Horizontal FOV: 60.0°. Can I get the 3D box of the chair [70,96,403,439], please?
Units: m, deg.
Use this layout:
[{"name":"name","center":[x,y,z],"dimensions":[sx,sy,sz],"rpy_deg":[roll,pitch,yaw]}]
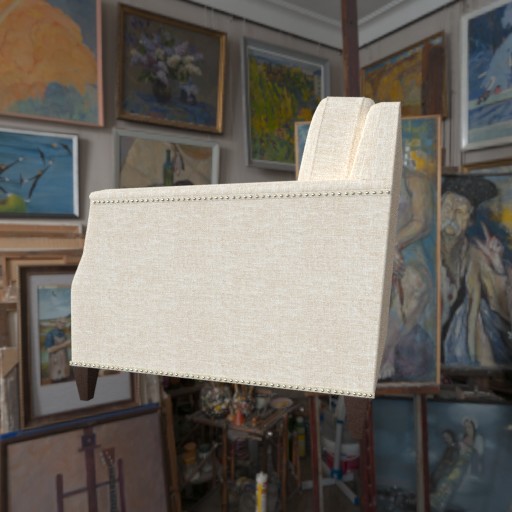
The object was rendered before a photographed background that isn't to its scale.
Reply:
[{"name":"chair","center":[0.000,0.000,1.674],"dimensions":[1.041,0.940,0.838],"rpy_deg":[1,2,19]}]
